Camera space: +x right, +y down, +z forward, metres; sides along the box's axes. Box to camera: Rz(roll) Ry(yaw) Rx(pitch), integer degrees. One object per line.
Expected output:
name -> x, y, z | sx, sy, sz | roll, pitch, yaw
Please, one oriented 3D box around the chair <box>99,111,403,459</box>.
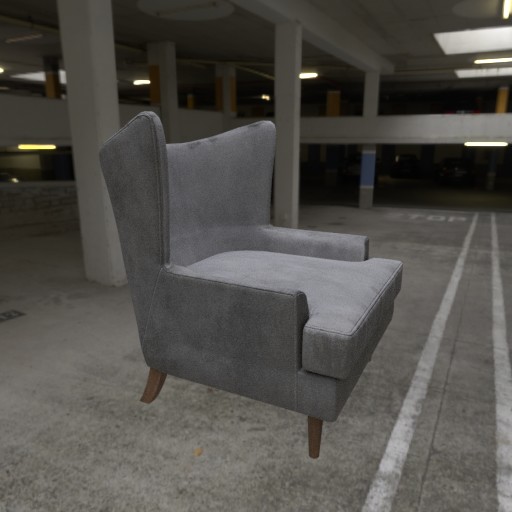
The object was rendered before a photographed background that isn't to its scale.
chair -> 0.000, 0.000, 1.576 | 0.906, 0.950, 0.784 | 8, 17, 26
